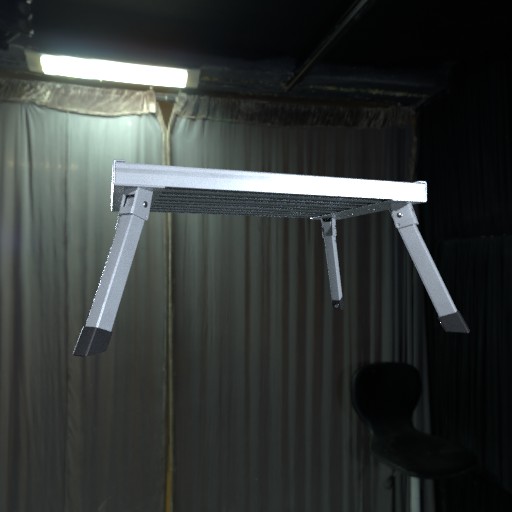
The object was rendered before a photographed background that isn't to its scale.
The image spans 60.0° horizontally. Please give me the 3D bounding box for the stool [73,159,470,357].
[{"bbox_3d":[0.000,0.000,0.734,0.535,0.225,0.385,0,-1,-18],"label":"stool"}]
